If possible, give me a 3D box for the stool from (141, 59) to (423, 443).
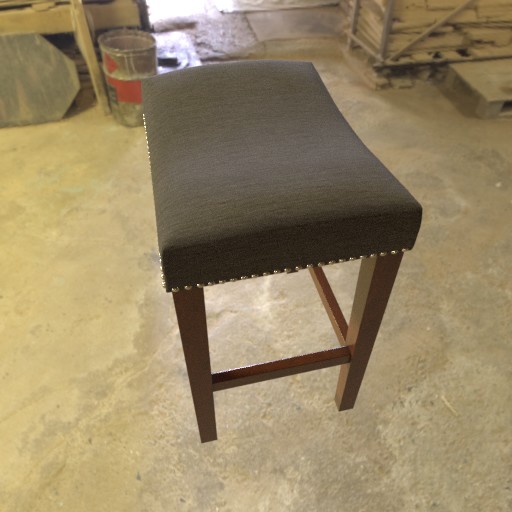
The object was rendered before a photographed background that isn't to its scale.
[{"bbox_3d":[0.000,0.000,0.954,0.372,0.654,0.504,-9,47,-9],"label":"stool"}]
